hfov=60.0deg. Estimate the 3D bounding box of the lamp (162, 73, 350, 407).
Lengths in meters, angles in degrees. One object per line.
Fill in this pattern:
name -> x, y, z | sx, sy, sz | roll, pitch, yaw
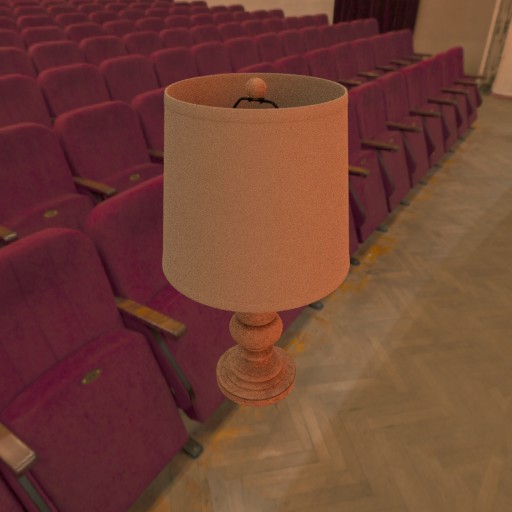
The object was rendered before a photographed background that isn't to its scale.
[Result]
lamp -> 0.000, 0.000, 0.657 | 0.273, 0.497, 0.273 | 0, 31, 0
